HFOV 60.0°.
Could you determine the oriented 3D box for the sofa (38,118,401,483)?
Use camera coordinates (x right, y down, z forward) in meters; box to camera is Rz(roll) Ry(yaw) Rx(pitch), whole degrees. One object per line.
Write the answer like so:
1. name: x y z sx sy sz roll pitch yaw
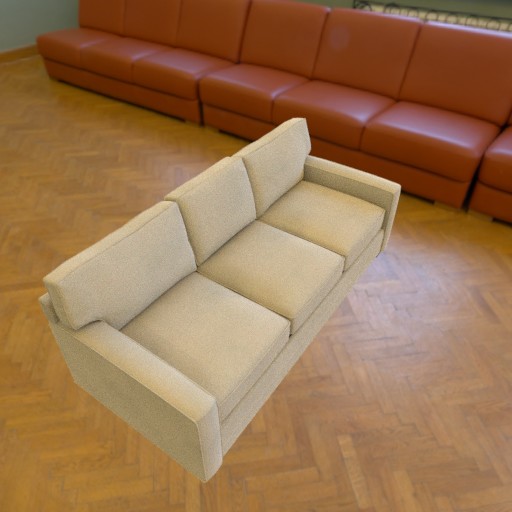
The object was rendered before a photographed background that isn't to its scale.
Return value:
1. sofa: 0.000 0.000 2.577 0.935 0.862 2.088 24 46 26
